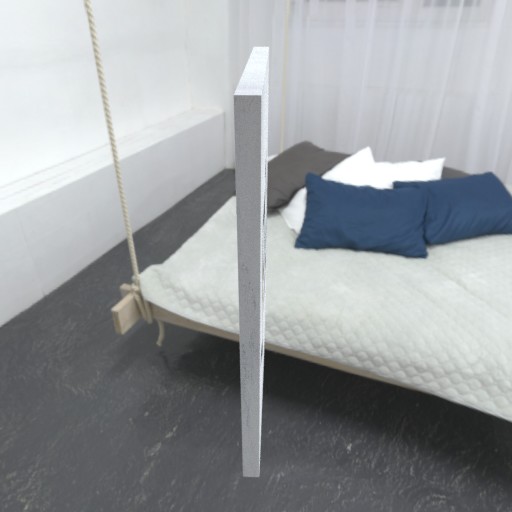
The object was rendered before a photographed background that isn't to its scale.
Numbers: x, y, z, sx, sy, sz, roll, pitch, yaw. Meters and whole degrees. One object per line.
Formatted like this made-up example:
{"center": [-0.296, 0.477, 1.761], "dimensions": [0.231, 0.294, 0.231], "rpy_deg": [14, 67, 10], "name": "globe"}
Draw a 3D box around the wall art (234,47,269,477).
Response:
{"center": [0.000, 0.000, 1.138], "dimensions": [0.043, 0.914, 0.624], "rpy_deg": [1, 31, 2], "name": "wall art"}
